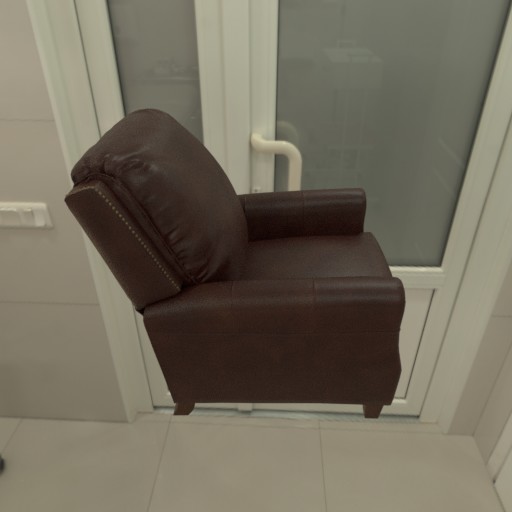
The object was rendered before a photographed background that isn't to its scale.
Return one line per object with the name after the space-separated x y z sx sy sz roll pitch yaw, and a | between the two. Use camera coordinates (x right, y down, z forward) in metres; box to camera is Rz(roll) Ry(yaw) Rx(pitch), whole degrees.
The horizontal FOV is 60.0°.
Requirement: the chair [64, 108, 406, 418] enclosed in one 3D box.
0.000 0.000 1.743 1.089 1.022 0.826 1 33 2 | chair
